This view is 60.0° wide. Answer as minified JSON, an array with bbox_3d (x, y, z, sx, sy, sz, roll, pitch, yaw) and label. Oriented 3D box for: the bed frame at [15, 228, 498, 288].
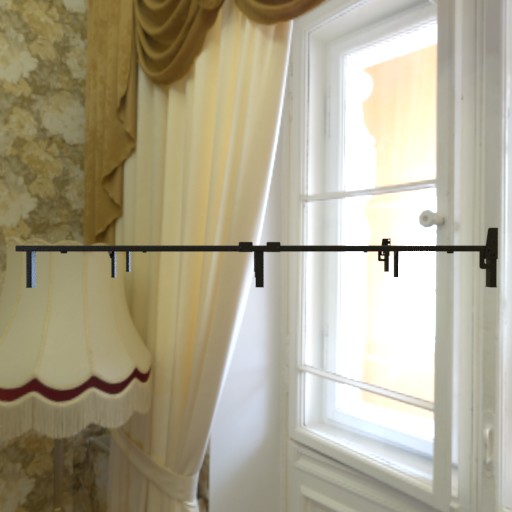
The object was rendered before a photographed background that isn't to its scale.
[{"bbox_3d":[0.000,0.000,2.570,1.990,0.248,1.498,0,1,-1],"label":"bed frame"}]
